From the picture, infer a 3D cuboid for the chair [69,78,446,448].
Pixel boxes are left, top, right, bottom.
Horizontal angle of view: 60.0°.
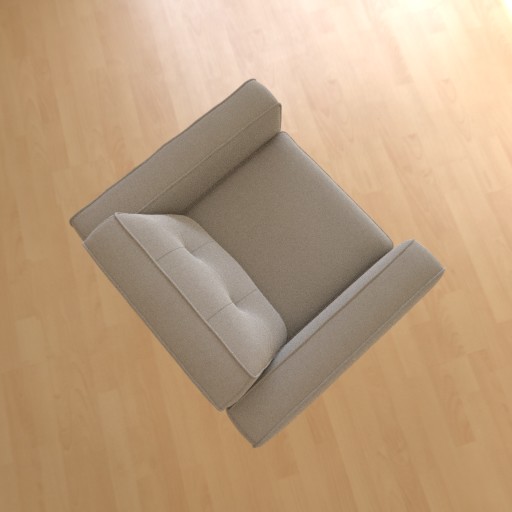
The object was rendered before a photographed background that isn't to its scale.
[{"bbox_3d":[0.000,0.000,1.806,0.953,0.779,1.115,-41,80,-9],"label":"chair"}]
